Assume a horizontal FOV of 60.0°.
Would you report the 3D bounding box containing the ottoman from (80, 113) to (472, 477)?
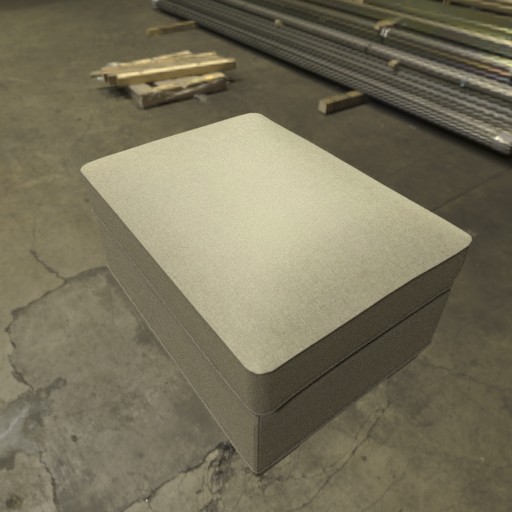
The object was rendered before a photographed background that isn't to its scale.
[{"bbox_3d":[0.000,0.000,1.230,0.619,0.504,0.843,-26,48,-26],"label":"ottoman"}]
